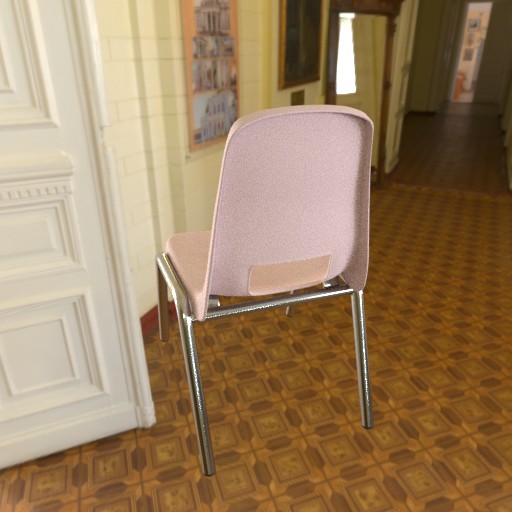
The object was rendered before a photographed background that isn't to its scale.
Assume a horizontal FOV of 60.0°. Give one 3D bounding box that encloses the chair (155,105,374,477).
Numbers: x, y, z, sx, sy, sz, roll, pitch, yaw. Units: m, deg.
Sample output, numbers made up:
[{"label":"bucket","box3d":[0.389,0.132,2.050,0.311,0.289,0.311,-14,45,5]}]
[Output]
[{"label":"chair","box3d":[0.000,0.000,0.838,0.354,0.586,0.423,-9,27,-17]}]
